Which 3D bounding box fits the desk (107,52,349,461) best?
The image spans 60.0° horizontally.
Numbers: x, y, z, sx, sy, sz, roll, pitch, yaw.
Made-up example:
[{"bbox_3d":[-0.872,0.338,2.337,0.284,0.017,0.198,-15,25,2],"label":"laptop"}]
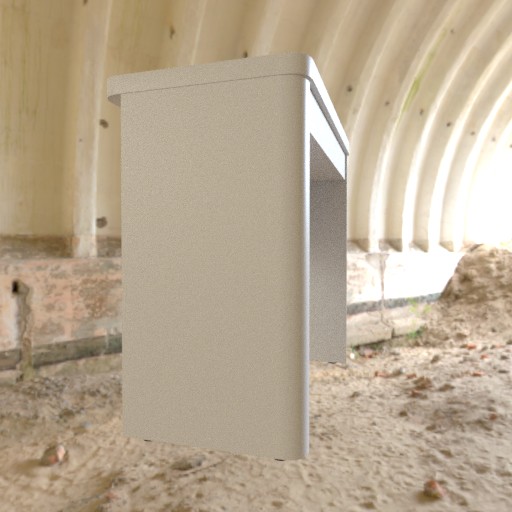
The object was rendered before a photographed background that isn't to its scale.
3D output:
[{"bbox_3d":[0.000,0.000,1.248,0.446,0.760,0.790,0,1,17],"label":"desk"}]
